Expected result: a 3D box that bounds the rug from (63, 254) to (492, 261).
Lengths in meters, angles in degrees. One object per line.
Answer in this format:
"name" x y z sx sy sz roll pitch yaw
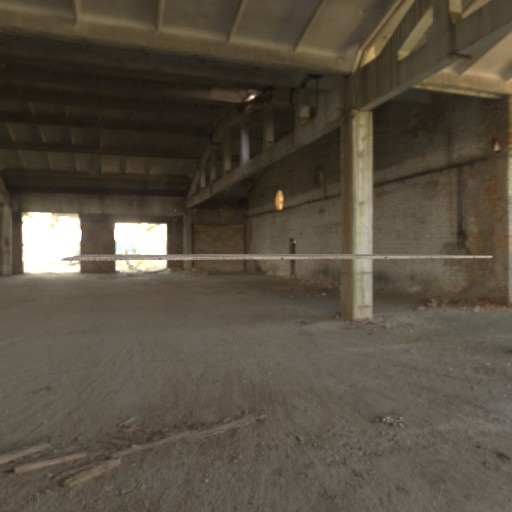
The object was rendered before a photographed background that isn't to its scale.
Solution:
"rug" 0.000 0.000 3.949 2.959 0.016 2.317 0 1 -18
